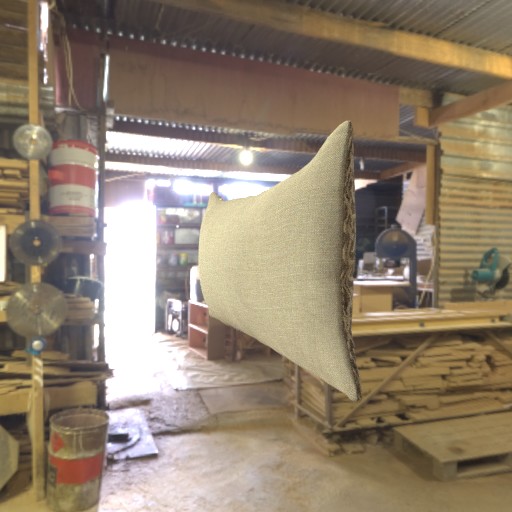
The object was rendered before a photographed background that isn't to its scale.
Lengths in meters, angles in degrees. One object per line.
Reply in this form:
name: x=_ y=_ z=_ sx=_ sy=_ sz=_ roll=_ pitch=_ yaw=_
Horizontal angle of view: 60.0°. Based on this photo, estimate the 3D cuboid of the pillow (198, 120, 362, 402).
pillow: x=0.000 y=0.000 z=0.742 sx=0.148 sy=0.290 sz=0.631 roll=0 pitch=1 yaw=-19
